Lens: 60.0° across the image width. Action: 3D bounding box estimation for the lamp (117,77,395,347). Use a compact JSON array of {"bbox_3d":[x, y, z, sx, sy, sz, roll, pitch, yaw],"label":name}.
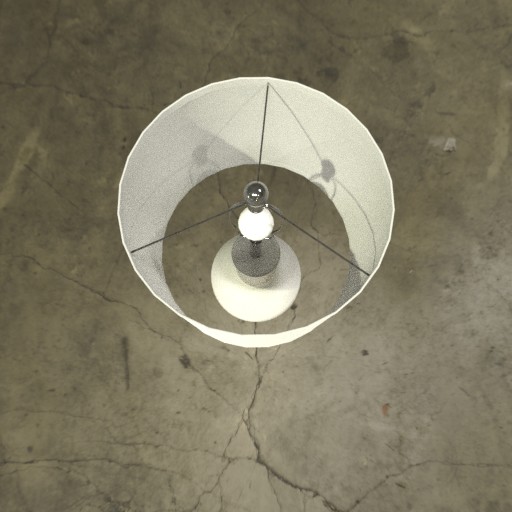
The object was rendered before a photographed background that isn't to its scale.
[{"bbox_3d":[0.000,0.000,0.870,0.357,0.673,0.357,5,76,1],"label":"lamp"}]
